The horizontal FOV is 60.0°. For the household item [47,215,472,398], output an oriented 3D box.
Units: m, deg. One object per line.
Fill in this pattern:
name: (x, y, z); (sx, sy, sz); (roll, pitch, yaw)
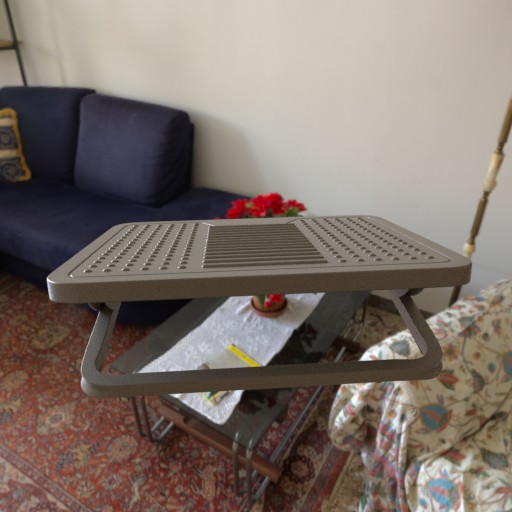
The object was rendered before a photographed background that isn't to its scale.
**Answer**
household item: (0.000, 0.000, 0.529); (0.390, 0.126, 0.301); (-2, 31, -4)
